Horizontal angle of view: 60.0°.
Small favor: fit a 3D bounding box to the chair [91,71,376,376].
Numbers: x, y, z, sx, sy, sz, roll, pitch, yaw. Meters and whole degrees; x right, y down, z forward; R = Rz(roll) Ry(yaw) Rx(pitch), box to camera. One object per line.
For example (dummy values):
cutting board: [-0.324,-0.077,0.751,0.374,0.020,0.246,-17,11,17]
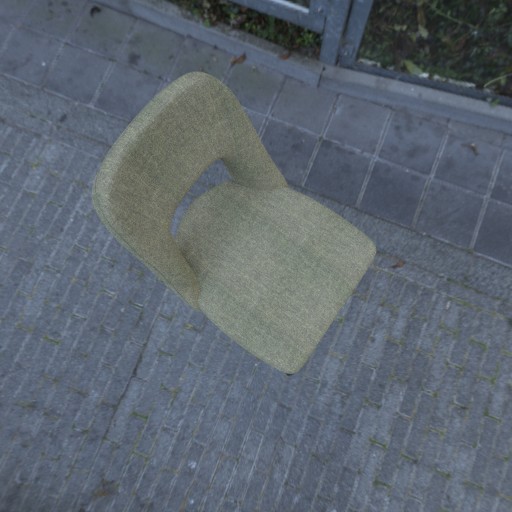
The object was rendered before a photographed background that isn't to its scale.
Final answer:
chair: [0.000,0.000,1.295,0.612,0.931,0.470,35,79,8]
